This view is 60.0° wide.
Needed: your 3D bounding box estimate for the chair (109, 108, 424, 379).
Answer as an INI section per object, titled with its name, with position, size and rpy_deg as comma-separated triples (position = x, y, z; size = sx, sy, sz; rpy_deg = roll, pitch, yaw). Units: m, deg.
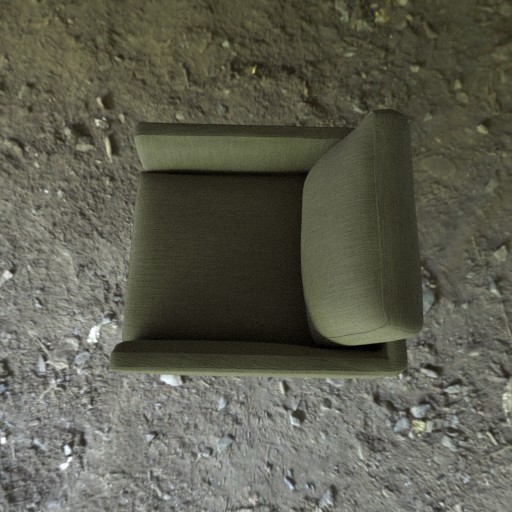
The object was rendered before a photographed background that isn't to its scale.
[chair]
position = 0.000, 0.000, 1.457
size = 0.834, 0.811, 0.763
rpy_deg = 1, 74, 0
